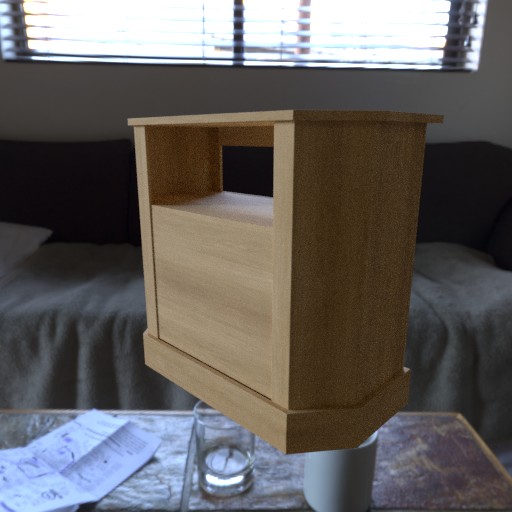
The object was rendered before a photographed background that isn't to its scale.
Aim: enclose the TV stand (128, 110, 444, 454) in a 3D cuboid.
[{"bbox_3d":[0.000,0.000,1.310,0.851,0.781,0.425,14,21,43],"label":"TV stand"}]
